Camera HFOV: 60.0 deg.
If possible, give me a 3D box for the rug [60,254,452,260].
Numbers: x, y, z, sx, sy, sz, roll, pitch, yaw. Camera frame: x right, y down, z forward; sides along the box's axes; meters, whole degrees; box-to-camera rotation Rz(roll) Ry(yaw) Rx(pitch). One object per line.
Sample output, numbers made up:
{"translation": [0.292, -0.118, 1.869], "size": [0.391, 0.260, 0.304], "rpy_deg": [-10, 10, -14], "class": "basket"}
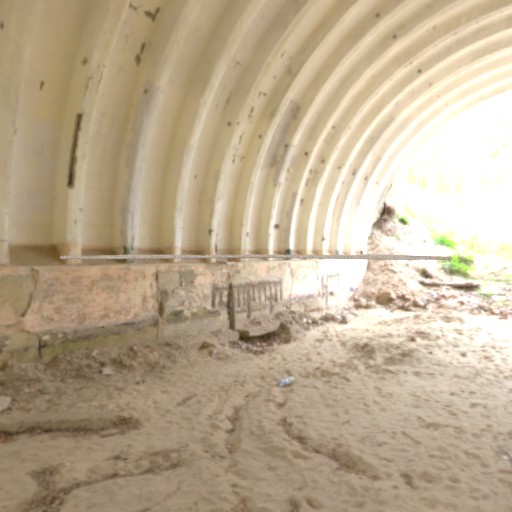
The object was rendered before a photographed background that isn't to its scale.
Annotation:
{"translation": [0.000, 0.000, 2.938], "size": [1.574, 0.029, 2.346], "rpy_deg": [0, 0, 0], "class": "rug"}
